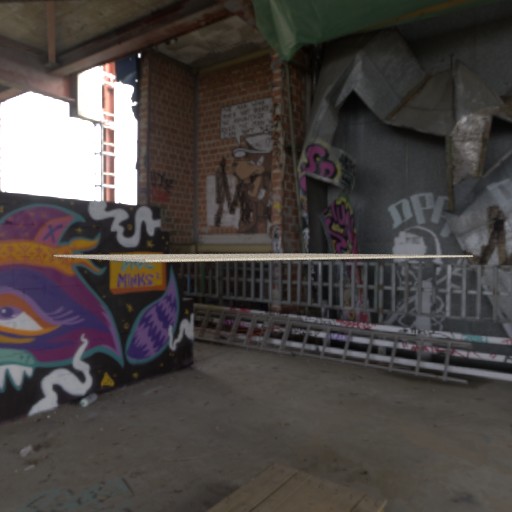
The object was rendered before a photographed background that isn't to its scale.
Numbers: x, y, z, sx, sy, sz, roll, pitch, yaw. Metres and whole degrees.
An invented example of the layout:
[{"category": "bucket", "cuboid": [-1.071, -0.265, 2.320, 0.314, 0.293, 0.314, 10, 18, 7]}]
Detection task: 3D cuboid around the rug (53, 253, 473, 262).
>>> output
[{"category": "rug", "cuboid": [0.000, 0.000, 4.111, 3.050, 0.015, 2.441, -1, 1, -34]}]
